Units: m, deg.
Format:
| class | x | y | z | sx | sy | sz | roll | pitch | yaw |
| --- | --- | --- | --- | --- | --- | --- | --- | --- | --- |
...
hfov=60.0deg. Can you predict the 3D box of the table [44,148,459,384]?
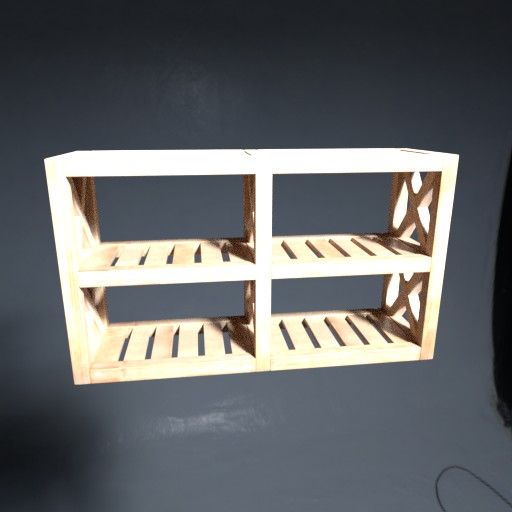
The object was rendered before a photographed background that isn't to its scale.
| class | x | y | z | sx | sy | sz | roll | pitch | yaw |
| --- | --- | --- | --- | --- | --- | --- | --- | --- | --- |
| table | 0.000 | 0.000 | 1.675 | 1.320 | 0.762 | 0.381 | -2 | 17 | -7 |
